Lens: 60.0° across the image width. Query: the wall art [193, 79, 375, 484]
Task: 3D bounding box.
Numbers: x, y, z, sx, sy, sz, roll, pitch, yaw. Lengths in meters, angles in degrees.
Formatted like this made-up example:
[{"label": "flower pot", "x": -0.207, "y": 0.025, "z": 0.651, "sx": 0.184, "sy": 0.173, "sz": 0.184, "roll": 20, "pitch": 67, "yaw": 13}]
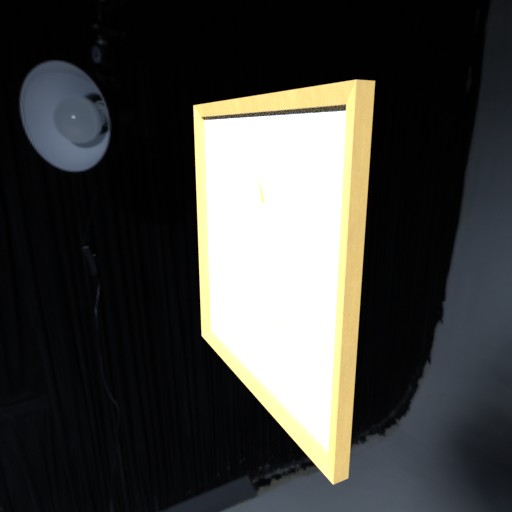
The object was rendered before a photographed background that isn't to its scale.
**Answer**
[{"label": "wall art", "x": 0.000, "y": 0.000, "z": 2.859, "sx": 0.097, "sy": 1.936, "sz": 1.935, "roll": -8, "pitch": 17, "yaw": -26}]
